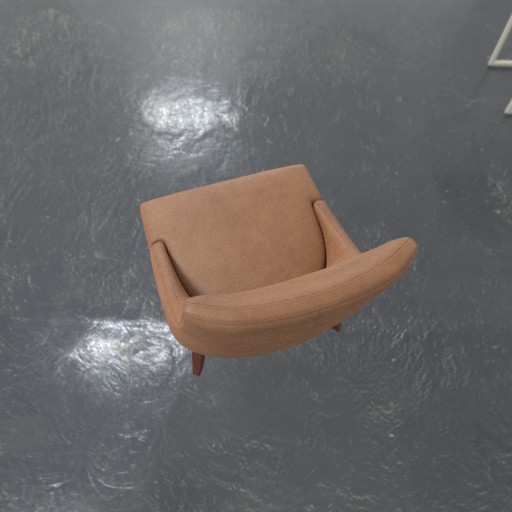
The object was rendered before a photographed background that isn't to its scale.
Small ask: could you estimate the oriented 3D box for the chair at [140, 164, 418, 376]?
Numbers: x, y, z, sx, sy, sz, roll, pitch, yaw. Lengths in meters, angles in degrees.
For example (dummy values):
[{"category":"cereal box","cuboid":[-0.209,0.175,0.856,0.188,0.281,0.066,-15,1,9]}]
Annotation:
[{"category":"chair","cuboid":[0.000,0.000,1.499,0.701,0.909,0.861,-15,59,-9]}]
